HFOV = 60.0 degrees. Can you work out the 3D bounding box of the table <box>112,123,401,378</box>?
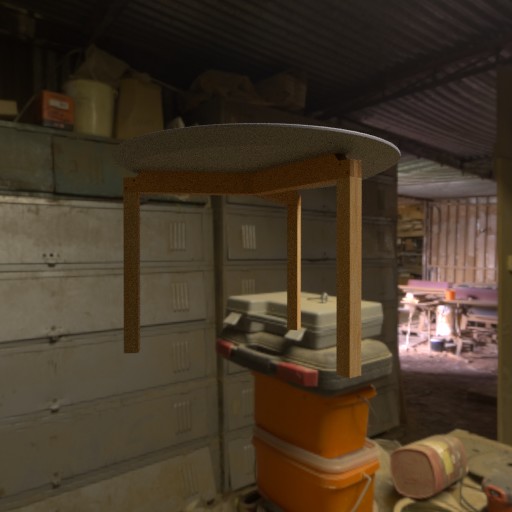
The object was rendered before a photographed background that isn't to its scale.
[{"bbox_3d":[0.000,0.000,0.970,0.600,0.405,0.600,0,0,0],"label":"table"}]
